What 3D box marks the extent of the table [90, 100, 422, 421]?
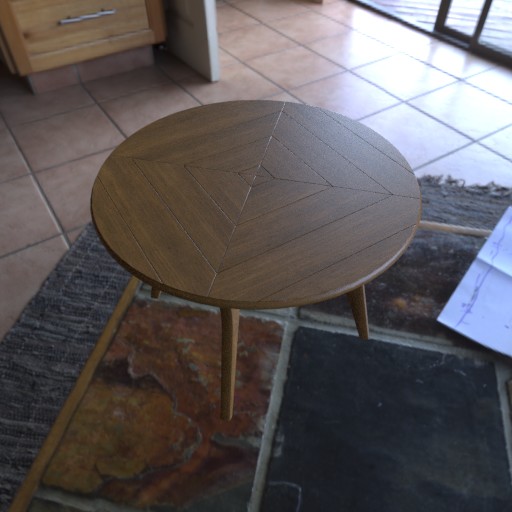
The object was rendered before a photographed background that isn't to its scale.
[{"bbox_3d":[0.000,0.000,1.718,1.055,0.757,1.055,0,46,0],"label":"table"}]
